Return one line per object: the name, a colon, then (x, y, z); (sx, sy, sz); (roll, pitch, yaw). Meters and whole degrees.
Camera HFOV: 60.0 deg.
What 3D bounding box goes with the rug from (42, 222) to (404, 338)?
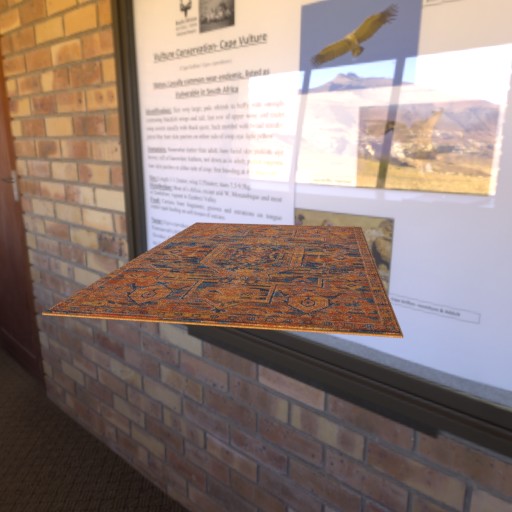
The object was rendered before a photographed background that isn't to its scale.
rug: (0.000, 0.000, 2.210); (1.148, 0.013, 1.758); (2, 14, 9)
